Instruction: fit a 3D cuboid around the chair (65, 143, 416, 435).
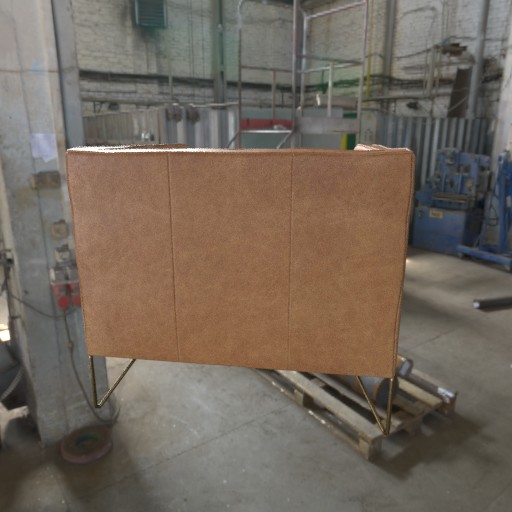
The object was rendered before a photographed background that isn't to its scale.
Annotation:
[{"bbox_3d":[0.000,0.000,1.626,0.920,0.797,0.912,2,16,8],"label":"chair"}]
